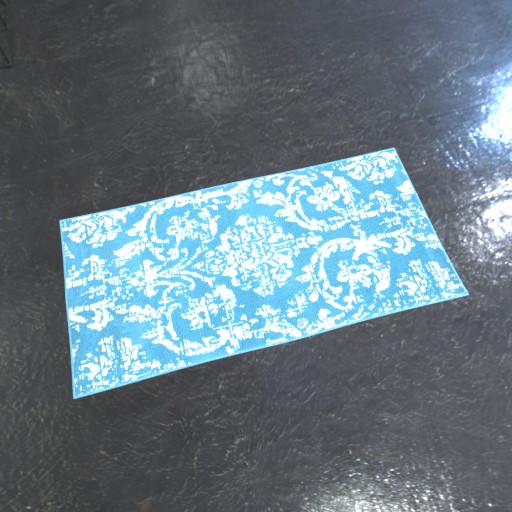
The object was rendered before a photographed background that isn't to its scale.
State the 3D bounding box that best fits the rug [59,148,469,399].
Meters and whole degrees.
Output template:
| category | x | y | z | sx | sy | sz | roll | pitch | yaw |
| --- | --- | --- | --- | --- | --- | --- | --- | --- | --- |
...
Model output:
| category | x | y | z | sx | sy | sz | roll | pitch | yaw |
| --- | --- | --- | --- | --- | --- | --- | --- | --- | --- |
| rug | 0.000 | 0.000 | 1.440 | 1.219 | 0.007 | 0.604 | -13 | 64 | -7 |
